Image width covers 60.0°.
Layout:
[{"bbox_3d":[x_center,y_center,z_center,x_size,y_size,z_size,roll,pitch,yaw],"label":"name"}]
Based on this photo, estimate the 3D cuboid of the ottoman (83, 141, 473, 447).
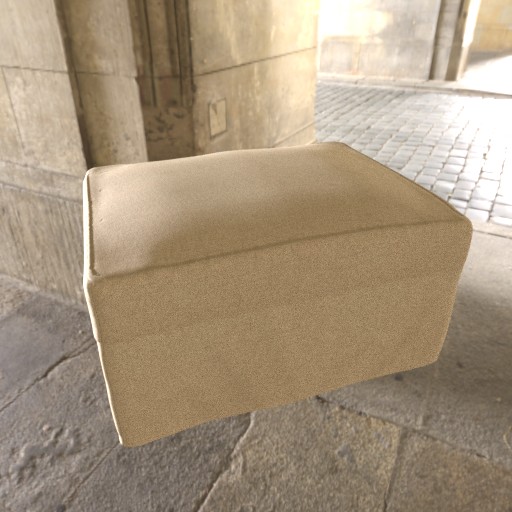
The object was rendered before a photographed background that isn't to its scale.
[{"bbox_3d":[0.000,0.000,1.206,0.833,0.485,0.650,-10,32,-16],"label":"ottoman"}]
